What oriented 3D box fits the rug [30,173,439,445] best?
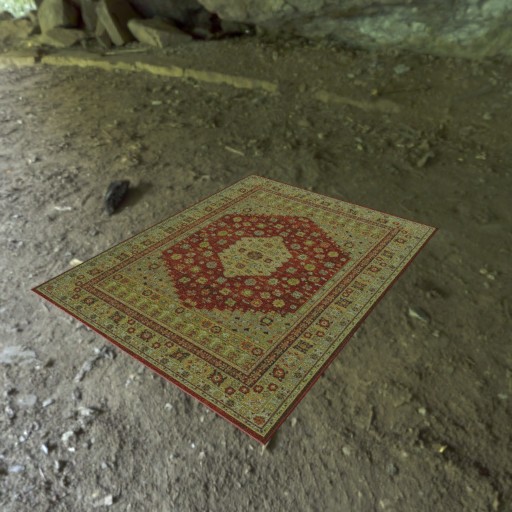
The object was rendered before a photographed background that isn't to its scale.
[{"bbox_3d":[0.000,0.000,4.096,2.387,0.013,3.053,22,39,30],"label":"rug"}]
